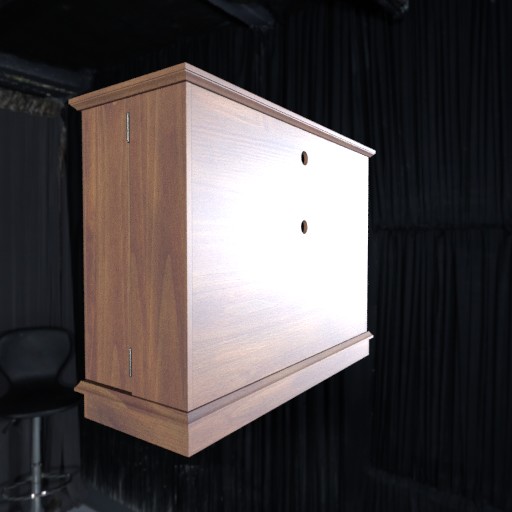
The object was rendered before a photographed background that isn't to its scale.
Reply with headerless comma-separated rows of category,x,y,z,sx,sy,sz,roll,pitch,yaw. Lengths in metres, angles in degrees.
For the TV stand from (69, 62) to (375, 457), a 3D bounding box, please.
TV stand,0.000,0.000,1.452,0.406,0.813,1.067,1,2,35
